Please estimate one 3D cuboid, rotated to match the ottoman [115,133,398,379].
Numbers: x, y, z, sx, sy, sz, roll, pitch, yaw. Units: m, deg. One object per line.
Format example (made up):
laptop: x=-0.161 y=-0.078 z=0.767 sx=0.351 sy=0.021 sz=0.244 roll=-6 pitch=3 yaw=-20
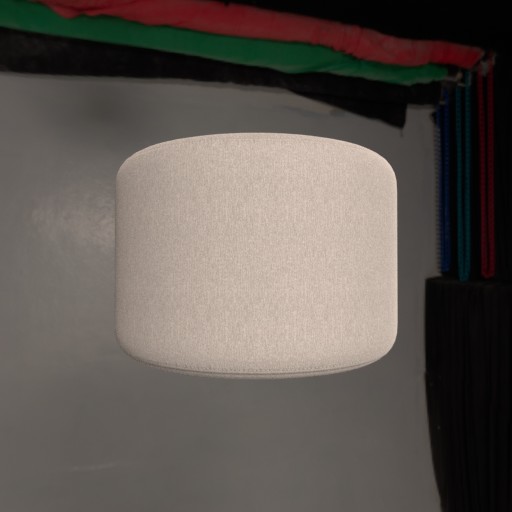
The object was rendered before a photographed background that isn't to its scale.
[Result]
ottoman: x=0.000 y=0.000 z=1.001 sx=0.608 sy=0.433 sz=0.608 roll=0 pitch=-1 yaw=0
